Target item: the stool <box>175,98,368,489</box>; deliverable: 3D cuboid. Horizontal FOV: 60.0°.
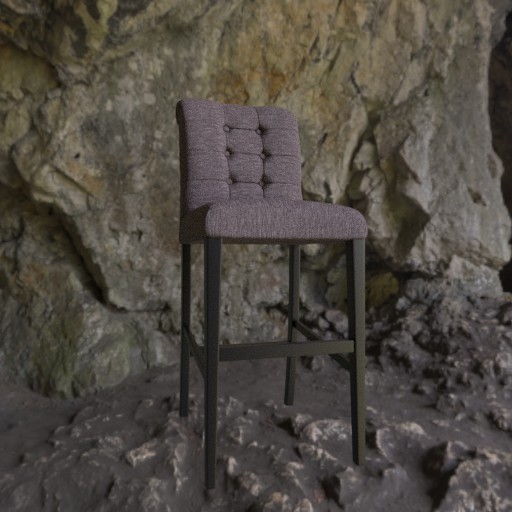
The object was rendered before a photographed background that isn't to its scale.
[{"bbox_3d":[0.000,0.000,1.413,0.452,1.131,0.613,0,0,-17],"label":"stool"}]
